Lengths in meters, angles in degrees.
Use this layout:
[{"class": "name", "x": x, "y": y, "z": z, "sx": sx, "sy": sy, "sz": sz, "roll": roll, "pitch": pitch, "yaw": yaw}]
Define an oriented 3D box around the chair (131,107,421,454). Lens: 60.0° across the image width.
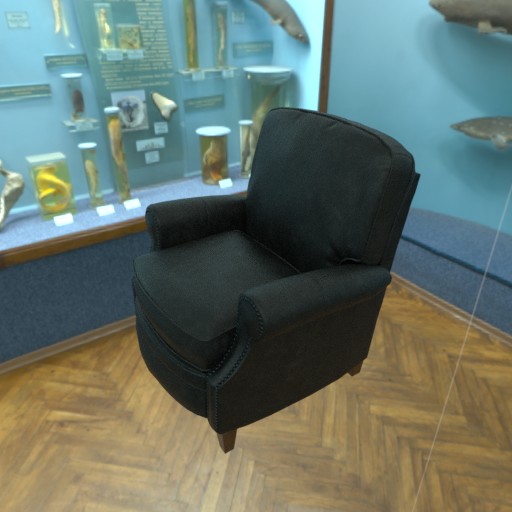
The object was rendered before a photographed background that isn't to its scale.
[{"class": "chair", "x": 0.000, "y": 0.000, "z": 1.759, "sx": 0.986, "sy": 1.018, "sz": 0.936, "roll": -18, "pitch": 35, "yaw": -29}]
